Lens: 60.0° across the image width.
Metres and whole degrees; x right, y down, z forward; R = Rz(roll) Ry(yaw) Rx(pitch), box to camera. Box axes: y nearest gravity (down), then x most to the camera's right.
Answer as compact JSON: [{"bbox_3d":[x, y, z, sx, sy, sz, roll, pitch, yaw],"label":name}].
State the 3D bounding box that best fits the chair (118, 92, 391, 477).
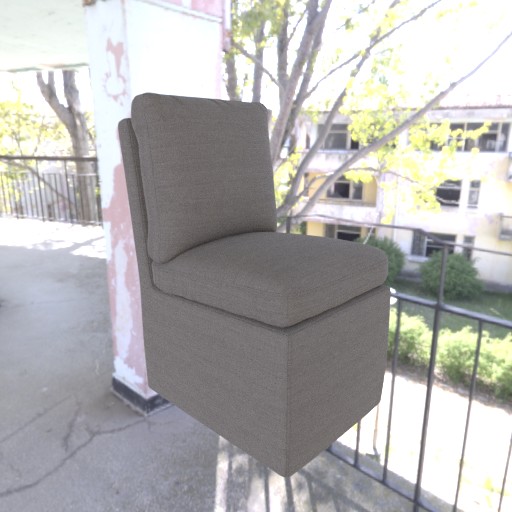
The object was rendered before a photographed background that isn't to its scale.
[{"bbox_3d":[0.000,0.000,1.338,0.698,0.927,0.503,13,20,42],"label":"chair"}]
